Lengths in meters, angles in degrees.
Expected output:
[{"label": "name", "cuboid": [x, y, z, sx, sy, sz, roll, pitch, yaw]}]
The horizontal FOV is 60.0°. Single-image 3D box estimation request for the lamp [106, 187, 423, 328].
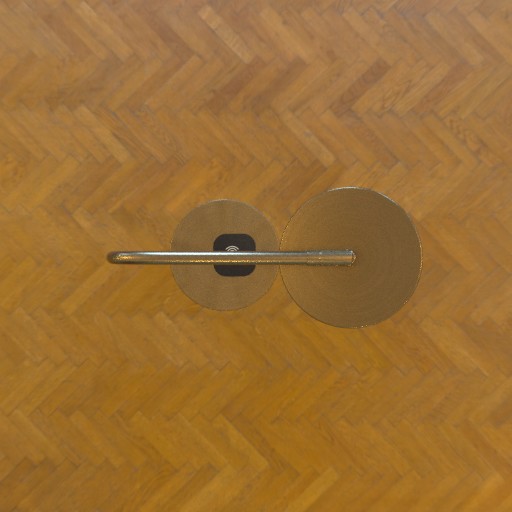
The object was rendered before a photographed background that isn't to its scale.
[{"label": "lamp", "cuboid": [0.000, 0.000, 0.511, 0.270, 0.380, 0.171, 0, 90, 1]}]
